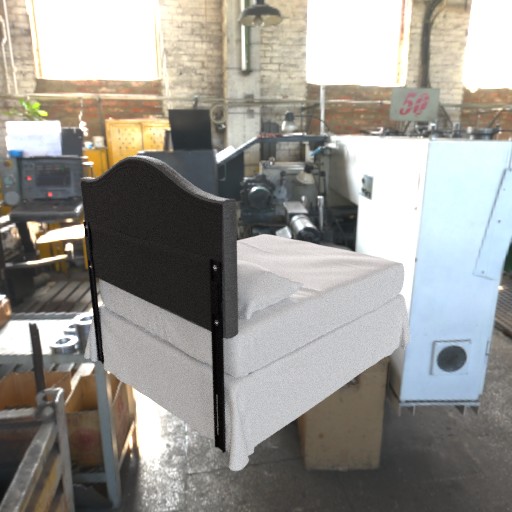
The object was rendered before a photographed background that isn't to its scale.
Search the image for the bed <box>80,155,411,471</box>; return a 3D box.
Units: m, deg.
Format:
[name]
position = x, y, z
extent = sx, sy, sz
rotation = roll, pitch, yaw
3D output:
[bed]
position = 0.000, 0.000, 3.559
extent = 1.876, 1.645, 2.221
rotation = 15, 21, 42
